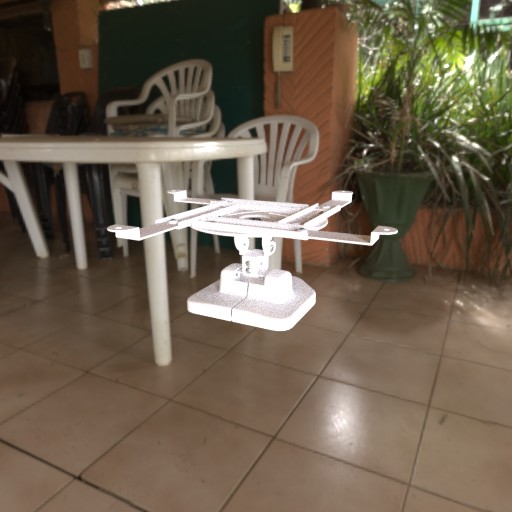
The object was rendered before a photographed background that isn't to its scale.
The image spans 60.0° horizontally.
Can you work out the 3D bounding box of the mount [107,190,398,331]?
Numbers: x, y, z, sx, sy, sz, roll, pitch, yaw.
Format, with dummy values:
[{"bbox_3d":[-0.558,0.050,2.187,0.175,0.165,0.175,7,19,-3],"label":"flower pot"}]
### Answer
[{"bbox_3d":[0.000,0.000,0.619,0.394,0.141,0.394,8,18,25],"label":"mount"}]
